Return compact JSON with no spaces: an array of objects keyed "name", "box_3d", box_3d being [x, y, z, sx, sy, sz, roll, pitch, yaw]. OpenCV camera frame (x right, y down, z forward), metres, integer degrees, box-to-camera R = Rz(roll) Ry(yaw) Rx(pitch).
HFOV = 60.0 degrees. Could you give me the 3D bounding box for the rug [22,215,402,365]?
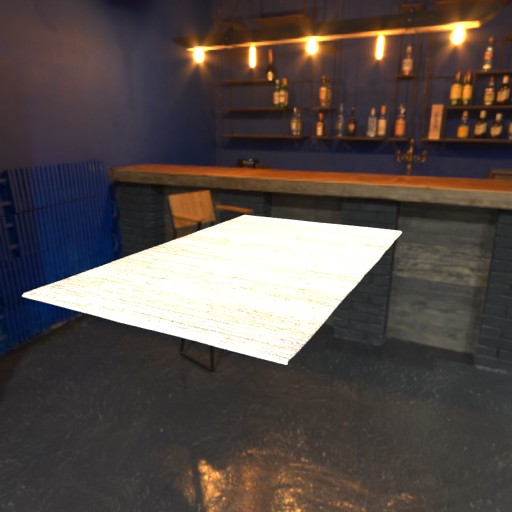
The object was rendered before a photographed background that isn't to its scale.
[{"name":"rug","box_3d":[0.000,0.000,3.021,1.529,0.009,2.446,8,18,26]}]
